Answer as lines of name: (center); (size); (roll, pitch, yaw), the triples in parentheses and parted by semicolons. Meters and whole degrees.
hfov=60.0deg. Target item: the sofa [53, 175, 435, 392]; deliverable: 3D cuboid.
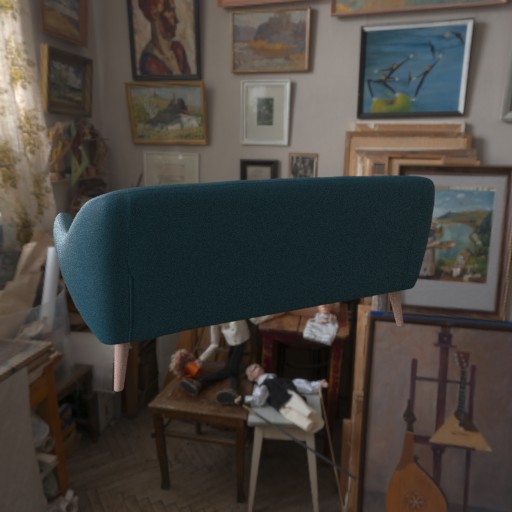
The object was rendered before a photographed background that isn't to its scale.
sofa: (0.000, 0.000, 2.251); (1.840, 0.836, 0.820); (-7, 16, -25)
